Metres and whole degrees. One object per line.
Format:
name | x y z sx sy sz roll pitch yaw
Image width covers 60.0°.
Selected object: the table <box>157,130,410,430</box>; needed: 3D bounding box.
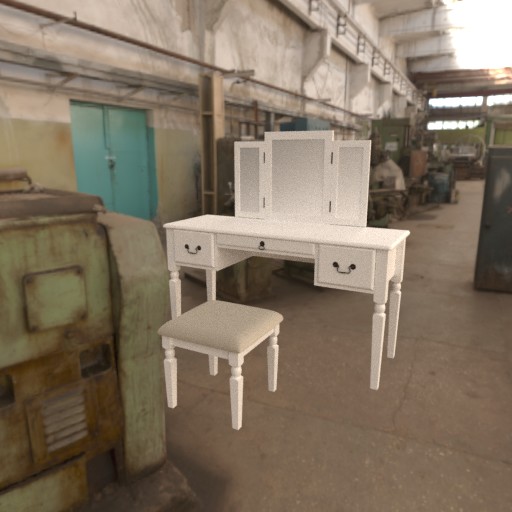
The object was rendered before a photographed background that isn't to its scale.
table | 0.000 0.000 2.344 1.369 1.310 1.115 7 15 27
